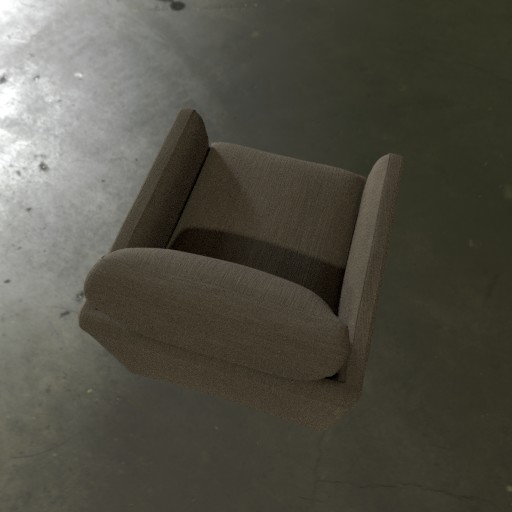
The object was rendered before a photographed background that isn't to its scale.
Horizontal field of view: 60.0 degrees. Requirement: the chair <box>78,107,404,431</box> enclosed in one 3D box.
[{"bbox_3d":[0.000,0.000,1.439,0.763,0.811,0.834,15,64,7],"label":"chair"}]
